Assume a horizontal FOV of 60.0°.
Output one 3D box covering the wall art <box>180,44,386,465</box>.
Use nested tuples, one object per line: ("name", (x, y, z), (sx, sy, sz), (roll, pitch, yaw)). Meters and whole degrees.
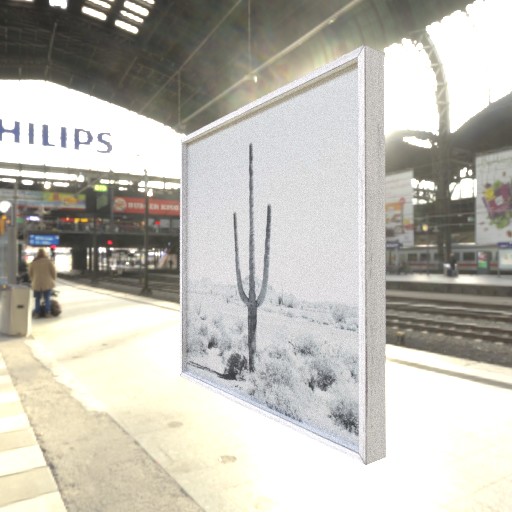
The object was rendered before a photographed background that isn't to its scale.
("wall art", (0.000, 0.000, 0.752), (0.038, 0.508, 0.508), (0, -1, -35))
